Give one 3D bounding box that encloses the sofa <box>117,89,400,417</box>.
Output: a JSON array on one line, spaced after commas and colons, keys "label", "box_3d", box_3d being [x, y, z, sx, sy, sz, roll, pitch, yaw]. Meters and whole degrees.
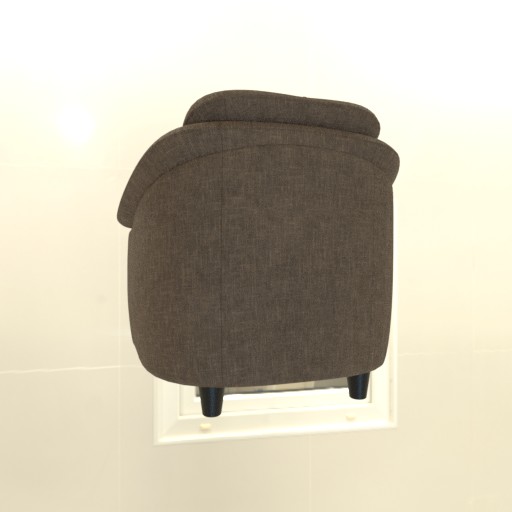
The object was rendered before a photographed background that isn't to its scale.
[{"label": "sofa", "box_3d": [0.000, 0.000, 1.465, 0.870, 0.811, 0.794, 0, 0, -19]}]
